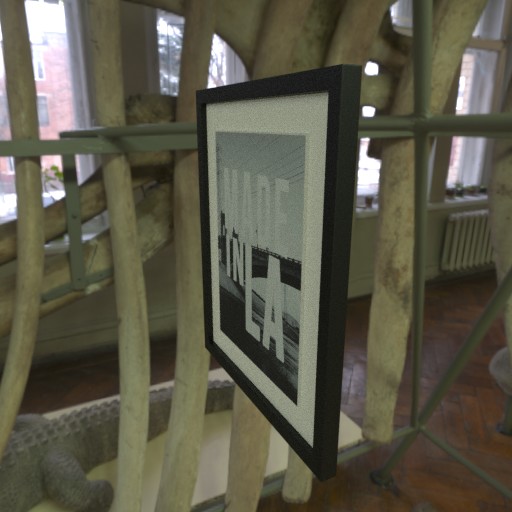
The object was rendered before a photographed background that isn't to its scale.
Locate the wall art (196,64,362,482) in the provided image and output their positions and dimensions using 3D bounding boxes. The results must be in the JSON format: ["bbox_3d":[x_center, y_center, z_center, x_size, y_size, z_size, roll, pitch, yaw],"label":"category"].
[{"bbox_3d":[0.000,0.000,0.759,0.028,0.559,0.457,-9,19,-26],"label":"wall art"}]
